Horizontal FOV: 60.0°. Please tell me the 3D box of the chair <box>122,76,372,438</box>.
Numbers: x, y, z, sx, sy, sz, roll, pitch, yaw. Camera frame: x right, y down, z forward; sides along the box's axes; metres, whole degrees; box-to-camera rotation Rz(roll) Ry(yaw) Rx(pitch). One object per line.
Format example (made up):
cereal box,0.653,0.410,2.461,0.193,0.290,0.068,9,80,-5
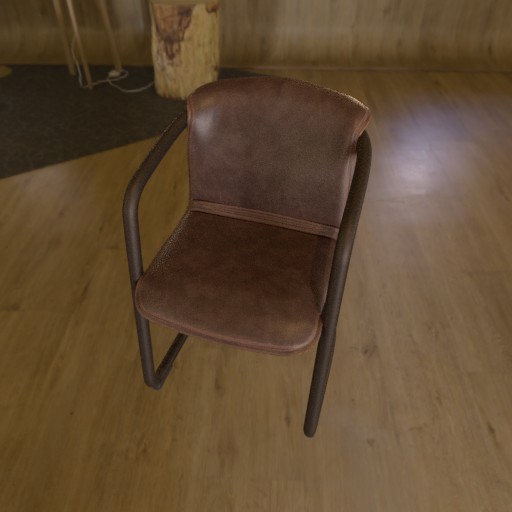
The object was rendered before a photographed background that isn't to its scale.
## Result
chair,0.000,0.000,1.269,0.536,0.836,0.664,12,44,13
